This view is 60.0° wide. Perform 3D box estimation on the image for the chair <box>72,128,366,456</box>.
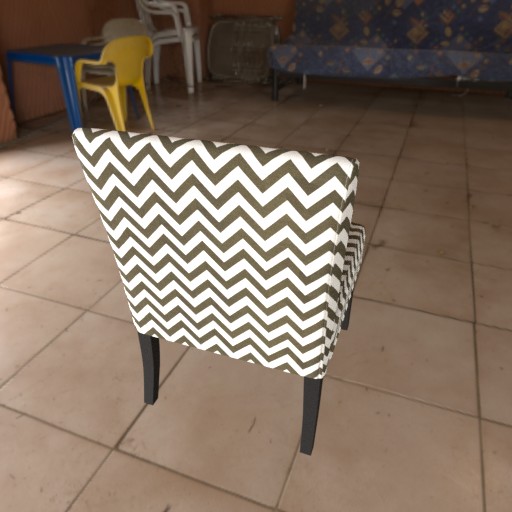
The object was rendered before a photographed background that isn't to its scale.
[{"bbox_3d":[0.000,0.000,1.287,0.589,0.838,0.648,11,33,17],"label":"chair"}]
